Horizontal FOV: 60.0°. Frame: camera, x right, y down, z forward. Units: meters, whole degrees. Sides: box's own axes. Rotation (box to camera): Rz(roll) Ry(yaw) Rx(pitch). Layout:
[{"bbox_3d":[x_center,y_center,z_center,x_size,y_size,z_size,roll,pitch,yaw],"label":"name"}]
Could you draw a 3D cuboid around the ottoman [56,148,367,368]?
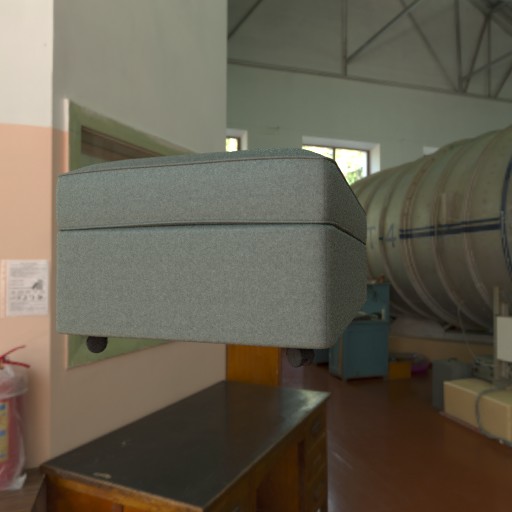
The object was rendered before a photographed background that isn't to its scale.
[{"bbox_3d":[0.000,0.000,1.522,0.681,0.494,1.173,0,-1,17],"label":"ottoman"}]
